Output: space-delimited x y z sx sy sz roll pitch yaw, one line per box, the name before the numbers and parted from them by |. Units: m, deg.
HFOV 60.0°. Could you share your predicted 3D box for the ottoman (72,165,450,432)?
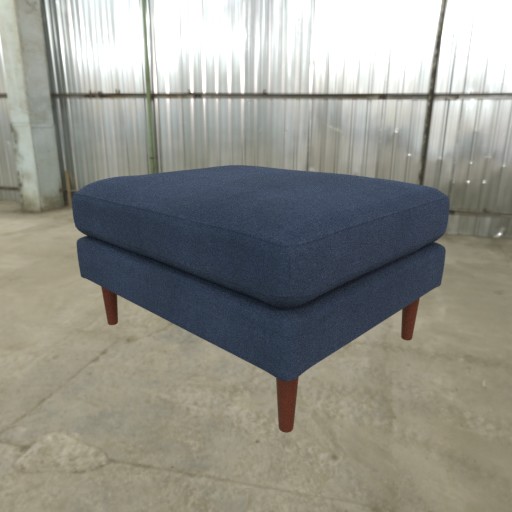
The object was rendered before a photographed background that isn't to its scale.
ottoman | 0.000 0.000 1.268 0.821 0.474 0.693 16 24 41
